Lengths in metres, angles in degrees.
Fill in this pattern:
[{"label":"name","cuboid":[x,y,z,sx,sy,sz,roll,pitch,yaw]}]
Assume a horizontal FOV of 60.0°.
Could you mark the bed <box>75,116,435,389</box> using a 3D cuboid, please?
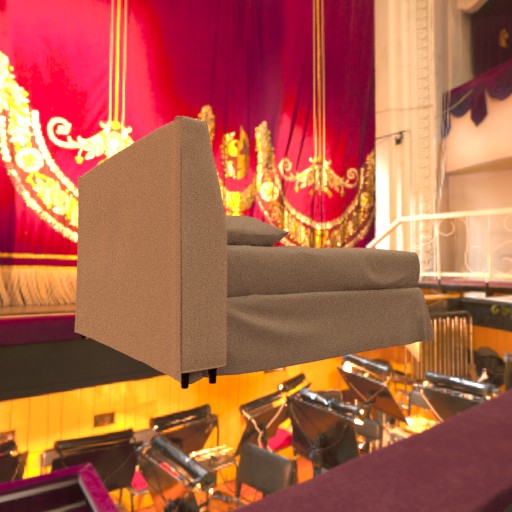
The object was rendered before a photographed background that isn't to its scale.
[{"label":"bed","cuboid":[0.000,0.000,3.515,2.276,1.332,1.925,1,-1,-36]}]
